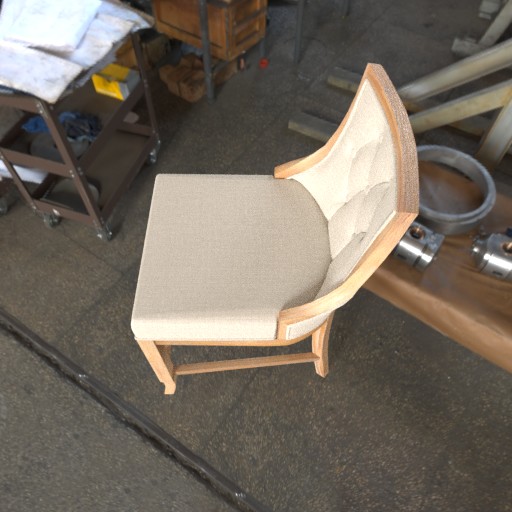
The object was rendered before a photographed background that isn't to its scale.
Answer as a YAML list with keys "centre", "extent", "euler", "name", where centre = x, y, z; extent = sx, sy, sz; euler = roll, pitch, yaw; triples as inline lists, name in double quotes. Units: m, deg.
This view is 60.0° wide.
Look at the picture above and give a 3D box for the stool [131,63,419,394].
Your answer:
- centre: [0.000, 0.000, 1.277]
  extent: [0.626, 0.938, 0.524]
  euler: [0, 57, 0]
  name: "stool"
